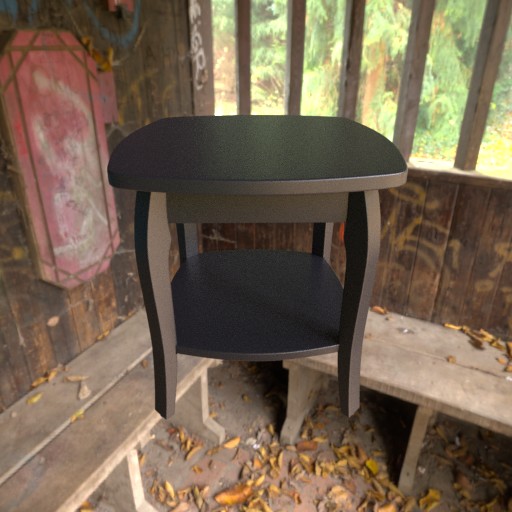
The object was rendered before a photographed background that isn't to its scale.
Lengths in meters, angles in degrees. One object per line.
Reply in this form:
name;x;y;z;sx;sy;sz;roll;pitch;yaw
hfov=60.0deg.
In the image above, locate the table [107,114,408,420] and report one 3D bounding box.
table;0.000;0.000;0.869;0.457;0.457;0.508;0;26;-1
